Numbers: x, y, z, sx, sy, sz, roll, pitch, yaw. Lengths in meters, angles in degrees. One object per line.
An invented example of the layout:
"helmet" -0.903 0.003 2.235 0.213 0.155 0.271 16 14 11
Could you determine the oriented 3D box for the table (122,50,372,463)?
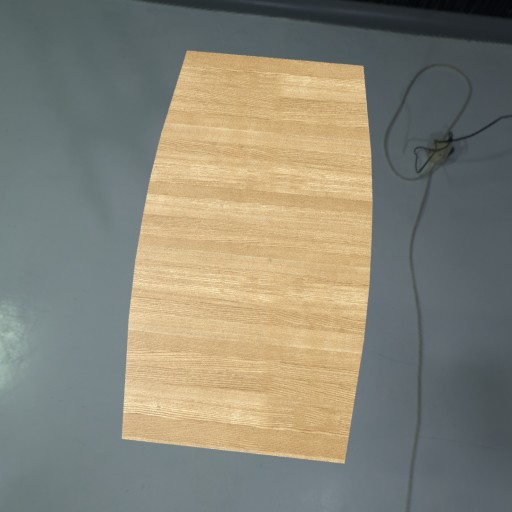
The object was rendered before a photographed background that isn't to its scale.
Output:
"table" 0.000 0.000 2.092 0.900 0.748 1.598 6 75 2
